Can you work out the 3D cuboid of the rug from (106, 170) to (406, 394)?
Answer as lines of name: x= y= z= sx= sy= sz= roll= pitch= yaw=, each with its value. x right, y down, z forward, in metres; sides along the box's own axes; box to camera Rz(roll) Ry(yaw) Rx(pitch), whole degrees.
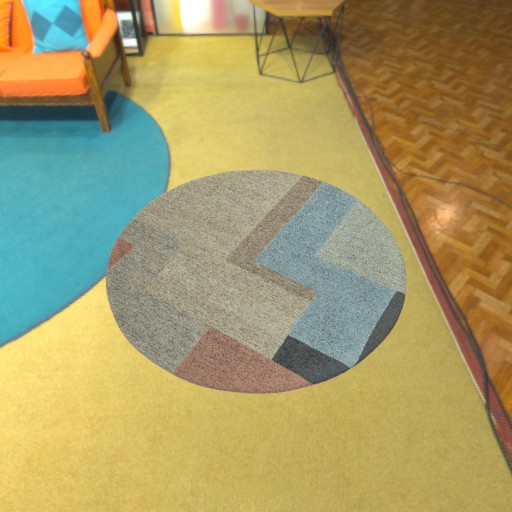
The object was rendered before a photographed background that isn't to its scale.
rug: x=0.000 y=0.000 z=3.723 sx=2.461 sy=0.033 sz=2.461 roll=0 pitch=46 yaw=0
